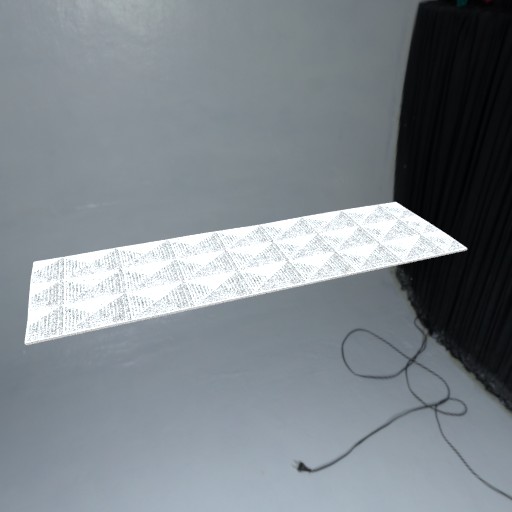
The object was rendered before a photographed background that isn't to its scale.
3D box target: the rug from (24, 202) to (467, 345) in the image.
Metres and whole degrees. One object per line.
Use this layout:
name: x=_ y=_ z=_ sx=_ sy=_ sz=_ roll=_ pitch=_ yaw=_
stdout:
rug: x=0.000 y=0.000 z=2.315 sx=2.182 sy=0.015 sz=0.645 roll=-11 pitch=33 yaw=-17
